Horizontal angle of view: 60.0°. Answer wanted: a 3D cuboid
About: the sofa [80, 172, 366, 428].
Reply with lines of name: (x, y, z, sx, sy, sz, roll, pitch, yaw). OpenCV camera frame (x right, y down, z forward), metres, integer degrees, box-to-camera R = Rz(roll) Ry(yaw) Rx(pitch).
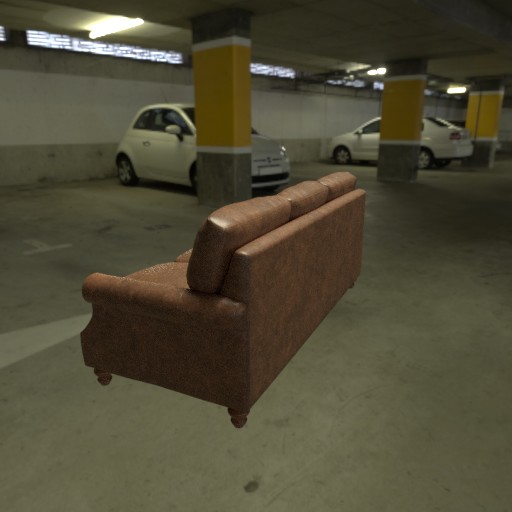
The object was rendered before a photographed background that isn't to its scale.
sofa: (0.000, 0.000, 2.950, 0.973, 0.977, 2.351, 7, 18, 25)
